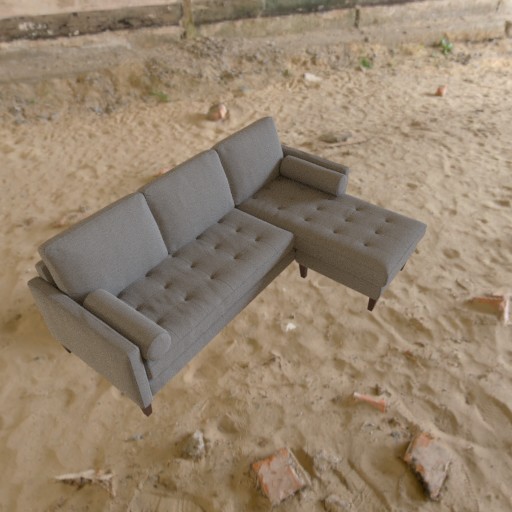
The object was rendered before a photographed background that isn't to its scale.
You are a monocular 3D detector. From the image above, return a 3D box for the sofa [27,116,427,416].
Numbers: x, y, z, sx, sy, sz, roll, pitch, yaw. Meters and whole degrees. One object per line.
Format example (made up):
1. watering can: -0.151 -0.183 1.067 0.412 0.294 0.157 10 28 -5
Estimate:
1. sofa: 0.000 0.000 2.824 1.506 0.875 2.178 26 48 27
